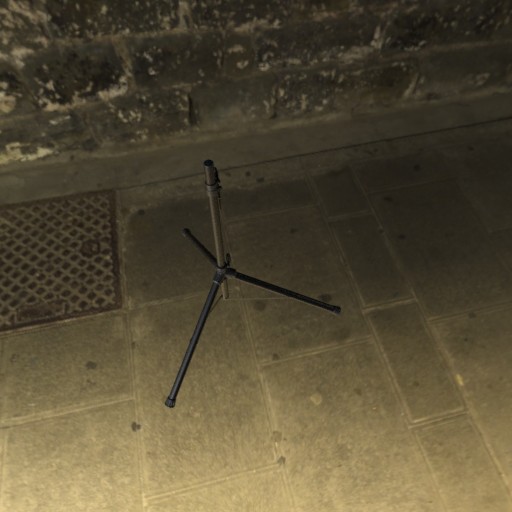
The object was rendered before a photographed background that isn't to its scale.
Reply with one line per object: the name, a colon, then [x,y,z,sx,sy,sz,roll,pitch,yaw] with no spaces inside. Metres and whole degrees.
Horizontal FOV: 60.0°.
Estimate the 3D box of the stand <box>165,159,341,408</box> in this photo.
stand: [0.000,0.000,1.919,0.907,1.136,1.045,1,58,1]
